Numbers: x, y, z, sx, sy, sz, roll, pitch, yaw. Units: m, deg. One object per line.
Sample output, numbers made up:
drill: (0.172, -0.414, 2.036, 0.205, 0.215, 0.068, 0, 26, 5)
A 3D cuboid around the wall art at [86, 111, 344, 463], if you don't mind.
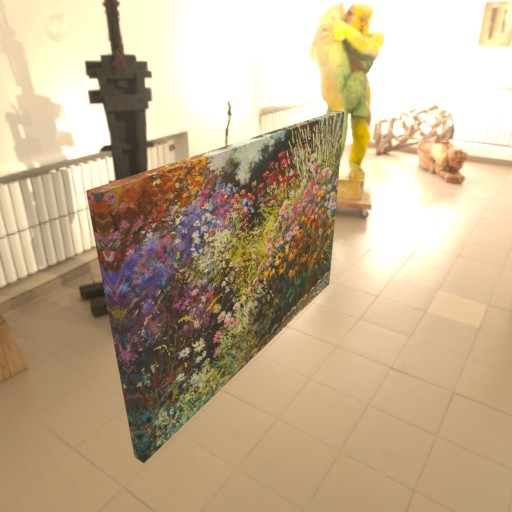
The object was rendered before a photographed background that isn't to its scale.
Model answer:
wall art: (0.000, 0.000, 1.446, 0.042, 0.760, 1.136, 17, 32, 30)
